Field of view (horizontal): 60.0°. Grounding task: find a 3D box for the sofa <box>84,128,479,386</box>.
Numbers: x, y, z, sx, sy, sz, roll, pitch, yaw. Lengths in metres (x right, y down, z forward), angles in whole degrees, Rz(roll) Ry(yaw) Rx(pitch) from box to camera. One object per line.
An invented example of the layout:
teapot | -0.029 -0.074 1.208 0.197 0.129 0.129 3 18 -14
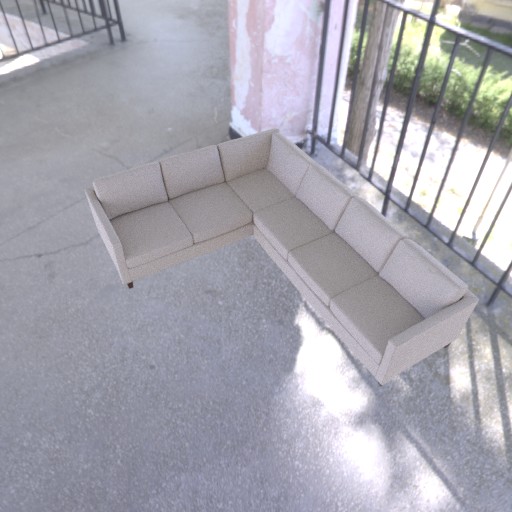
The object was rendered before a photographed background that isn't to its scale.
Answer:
sofa | 0.000 0.000 4.353 2.432 0.863 3.182 -22 49 -21
